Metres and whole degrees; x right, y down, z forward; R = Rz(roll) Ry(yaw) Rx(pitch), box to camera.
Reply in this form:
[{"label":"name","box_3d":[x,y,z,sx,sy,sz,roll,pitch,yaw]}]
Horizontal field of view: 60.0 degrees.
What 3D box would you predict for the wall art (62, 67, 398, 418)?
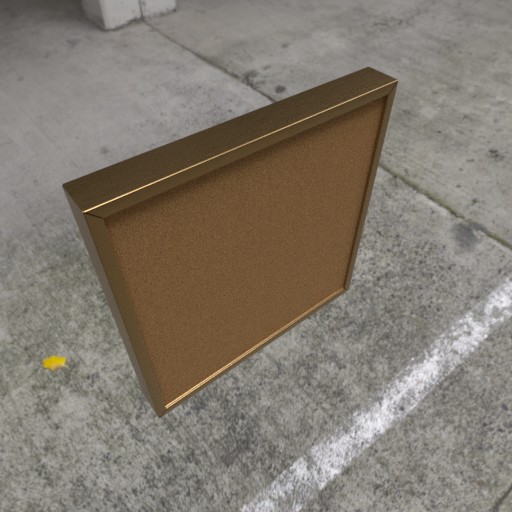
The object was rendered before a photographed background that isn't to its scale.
[{"label":"wall art","box_3d":[0.000,0.000,0.464,0.305,0.305,0.037,-29,53,-25]}]
